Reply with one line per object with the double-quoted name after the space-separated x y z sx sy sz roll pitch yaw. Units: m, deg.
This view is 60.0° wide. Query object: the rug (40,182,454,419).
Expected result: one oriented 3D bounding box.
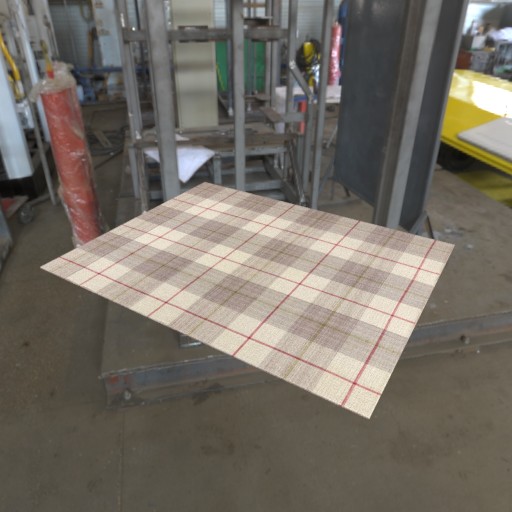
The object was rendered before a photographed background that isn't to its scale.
0.000 0.000 4.008 2.959 0.016 2.317 18 36 27 "rug"
